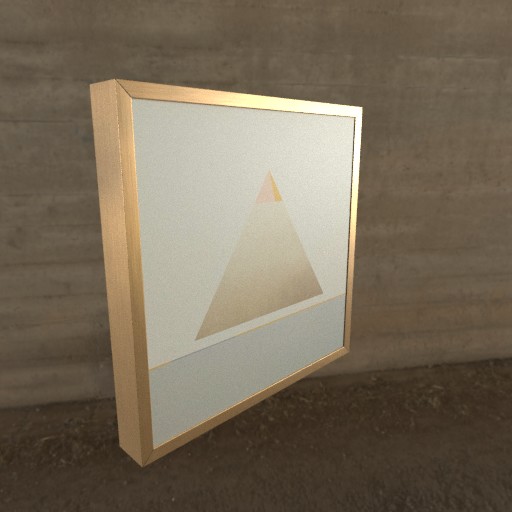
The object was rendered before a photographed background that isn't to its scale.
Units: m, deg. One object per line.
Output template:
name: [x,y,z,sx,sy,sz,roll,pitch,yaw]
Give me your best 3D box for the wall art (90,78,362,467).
wall art: [0.000,0.000,0.450,0.305,0.303,0.038,-13,19,-43]
